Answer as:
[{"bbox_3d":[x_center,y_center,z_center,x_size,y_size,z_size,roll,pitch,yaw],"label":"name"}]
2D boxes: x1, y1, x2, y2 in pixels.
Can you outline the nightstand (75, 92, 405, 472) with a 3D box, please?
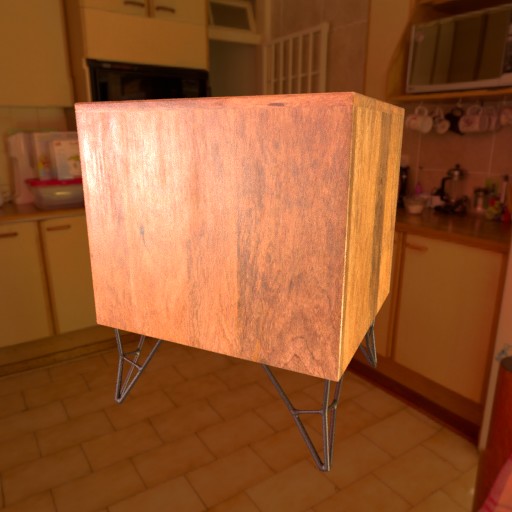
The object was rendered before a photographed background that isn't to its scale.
[{"bbox_3d":[0.000,0.000,0.869,0.457,0.559,0.406,7,17,25],"label":"nightstand"}]
